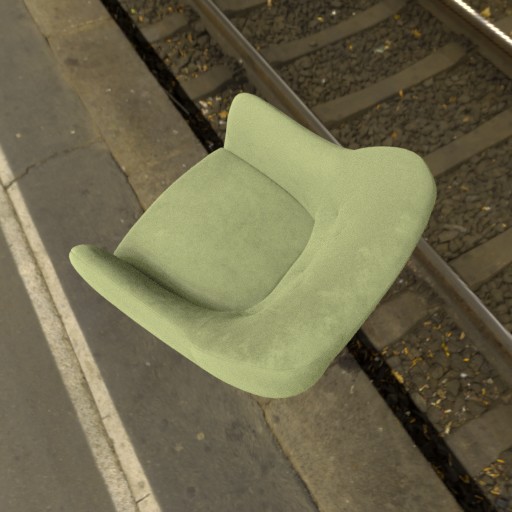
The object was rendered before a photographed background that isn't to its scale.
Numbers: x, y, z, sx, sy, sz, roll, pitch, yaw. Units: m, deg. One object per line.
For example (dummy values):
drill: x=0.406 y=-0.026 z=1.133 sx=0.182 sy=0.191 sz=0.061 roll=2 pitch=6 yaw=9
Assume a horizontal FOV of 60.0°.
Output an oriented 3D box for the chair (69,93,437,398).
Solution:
chair: x=0.000 y=0.000 z=1.476 sx=0.819 sy=0.804 sz=0.840 roll=34 pitch=68 yaw=16
